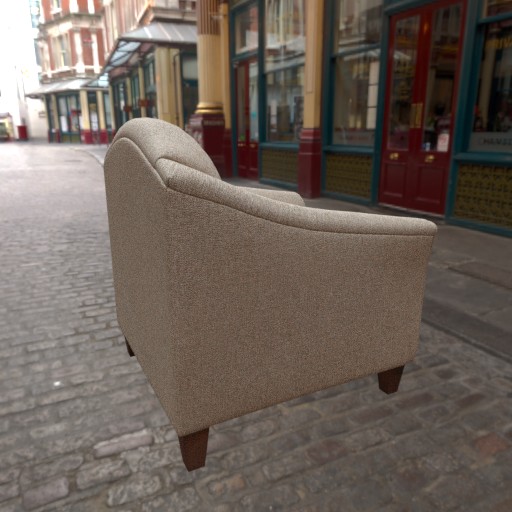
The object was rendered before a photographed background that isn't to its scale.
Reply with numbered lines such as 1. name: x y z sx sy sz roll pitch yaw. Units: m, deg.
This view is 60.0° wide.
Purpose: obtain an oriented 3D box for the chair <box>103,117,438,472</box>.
1. chair: 0.000 0.000 1.425 0.787 0.839 0.763 -8 17 -26
